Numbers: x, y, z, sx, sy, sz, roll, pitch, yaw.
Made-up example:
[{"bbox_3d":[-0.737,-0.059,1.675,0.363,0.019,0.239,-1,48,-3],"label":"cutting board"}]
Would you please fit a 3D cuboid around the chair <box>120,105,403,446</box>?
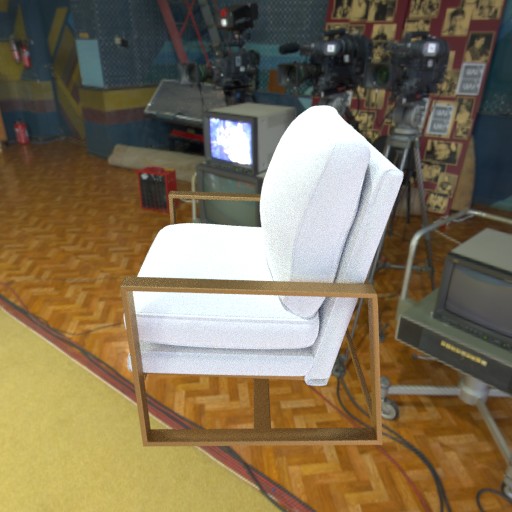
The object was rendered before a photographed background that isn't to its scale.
[{"bbox_3d":[0.000,0.000,1.571,0.813,0.966,0.805,0,26,-1],"label":"chair"}]
